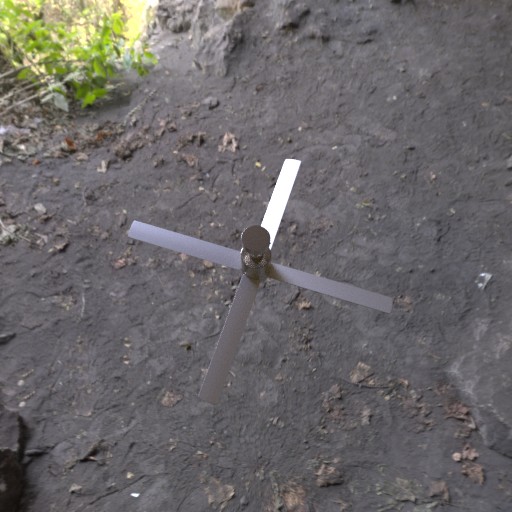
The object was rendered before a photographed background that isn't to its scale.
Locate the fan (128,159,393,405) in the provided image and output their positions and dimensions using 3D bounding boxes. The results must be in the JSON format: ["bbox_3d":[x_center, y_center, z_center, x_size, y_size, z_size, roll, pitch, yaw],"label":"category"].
[{"bbox_3d":[0.000,0.000,2.031,1.322,0.355,1.322,16,66,8],"label":"fan"}]
